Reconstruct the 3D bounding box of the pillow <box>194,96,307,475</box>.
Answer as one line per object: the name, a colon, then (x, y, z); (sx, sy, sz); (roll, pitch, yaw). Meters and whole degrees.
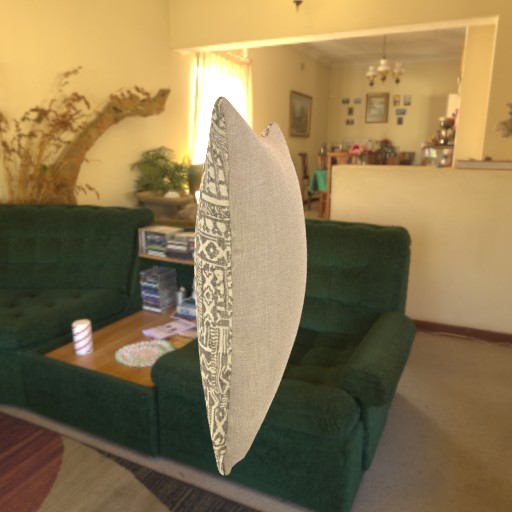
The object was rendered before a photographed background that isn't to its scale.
pillow: (0.000, 0.000, 0.789); (0.180, 0.487, 0.546); (2, 14, 8)
